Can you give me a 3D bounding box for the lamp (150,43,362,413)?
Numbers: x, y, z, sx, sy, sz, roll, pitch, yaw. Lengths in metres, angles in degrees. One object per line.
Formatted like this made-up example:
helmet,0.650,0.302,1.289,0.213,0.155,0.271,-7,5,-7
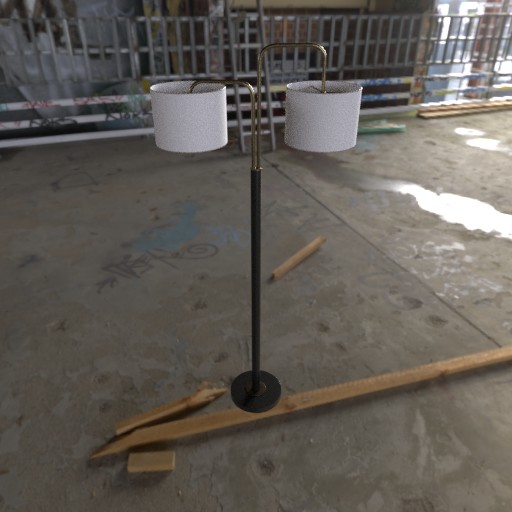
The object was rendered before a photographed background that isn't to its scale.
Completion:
lamp,0.000,0.000,1.826,0.711,1.587,0.254,0,30,0
